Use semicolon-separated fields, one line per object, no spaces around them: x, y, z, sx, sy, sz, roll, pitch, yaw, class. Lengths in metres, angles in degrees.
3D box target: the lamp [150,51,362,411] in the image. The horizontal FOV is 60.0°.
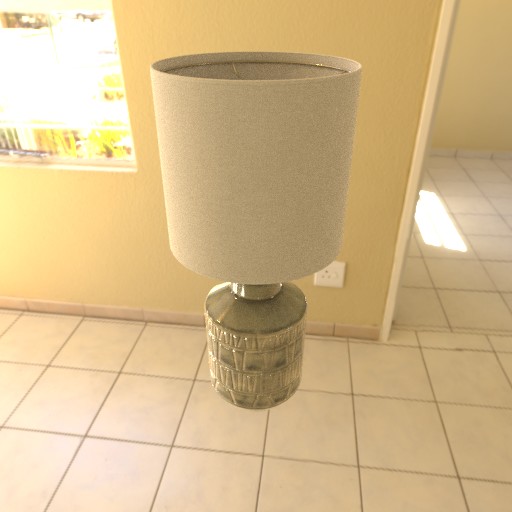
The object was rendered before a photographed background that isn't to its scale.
0.000;0.000;0.565;0.211;0.455;0.211;-1;31;-2;lamp
